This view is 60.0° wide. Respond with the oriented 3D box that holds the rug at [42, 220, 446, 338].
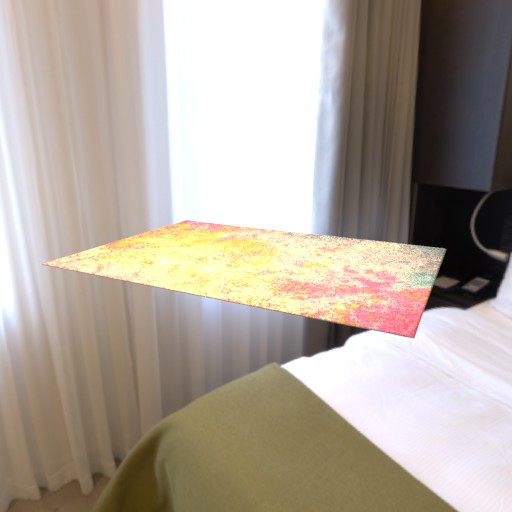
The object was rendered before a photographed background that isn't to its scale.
[{"bbox_3d":[0.000,0.000,3.827,2.896,0.013,2.007,8,18,26],"label":"rug"}]
